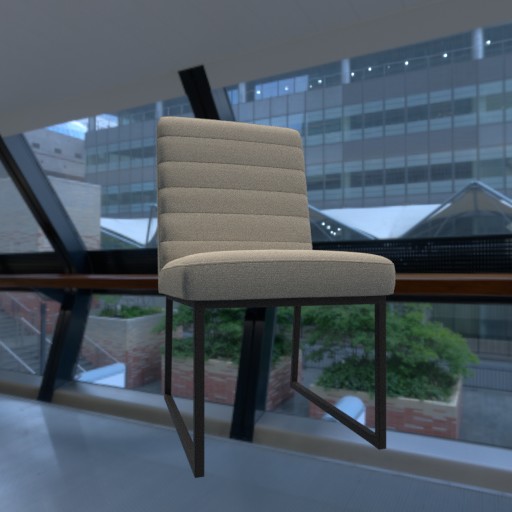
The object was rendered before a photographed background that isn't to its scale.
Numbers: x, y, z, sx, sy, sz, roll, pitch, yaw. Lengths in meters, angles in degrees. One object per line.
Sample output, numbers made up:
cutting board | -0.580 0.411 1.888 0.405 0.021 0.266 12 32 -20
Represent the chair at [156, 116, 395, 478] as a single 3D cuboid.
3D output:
chair | 0.000 0.000 1.279 0.520 0.930 0.634 0 -1 -18
